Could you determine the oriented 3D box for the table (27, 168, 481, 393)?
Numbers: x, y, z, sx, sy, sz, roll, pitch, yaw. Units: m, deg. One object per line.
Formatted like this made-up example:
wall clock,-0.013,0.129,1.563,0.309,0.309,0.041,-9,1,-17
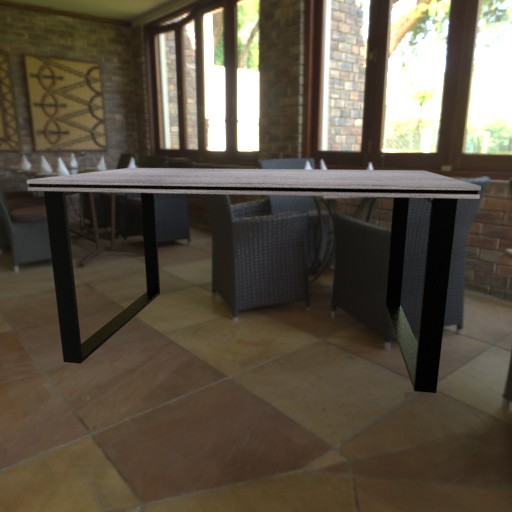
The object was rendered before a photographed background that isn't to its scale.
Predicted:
table,0.000,0.000,2.030,1.579,0.736,0.881,2,14,9
